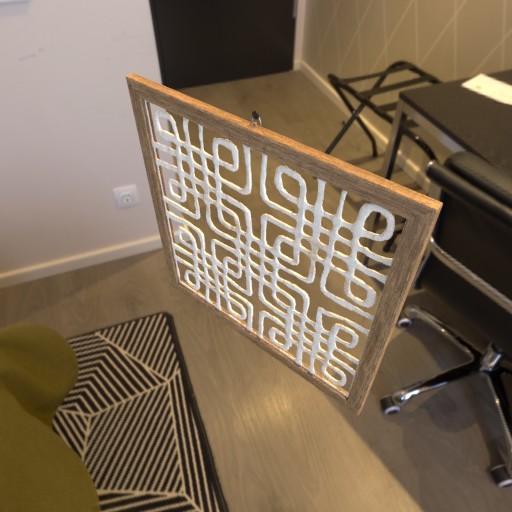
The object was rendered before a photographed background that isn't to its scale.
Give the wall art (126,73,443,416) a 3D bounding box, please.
[{"bbox_3d":[0.000,0.000,0.839,0.561,0.582,0.021,30,53,26],"label":"wall art"}]
